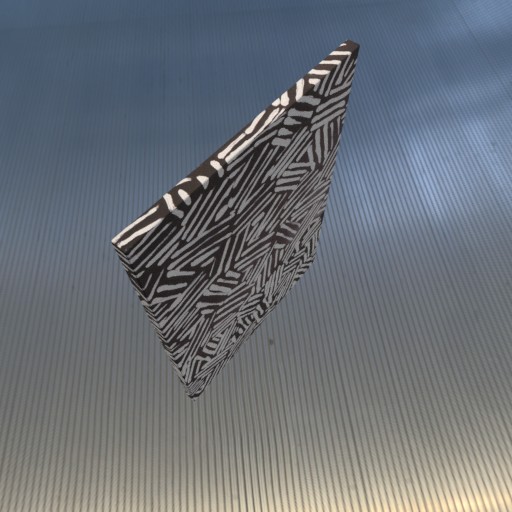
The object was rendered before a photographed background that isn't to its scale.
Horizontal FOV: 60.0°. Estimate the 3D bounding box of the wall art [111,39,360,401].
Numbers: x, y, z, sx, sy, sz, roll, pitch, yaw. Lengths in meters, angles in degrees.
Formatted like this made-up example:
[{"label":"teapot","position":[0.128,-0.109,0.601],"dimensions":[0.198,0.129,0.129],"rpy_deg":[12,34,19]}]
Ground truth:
[{"label":"wall art","position":[0.000,0.000,1.352],"dimensions":[0.038,1.017,0.765],"rpy_deg":[34,64,19]}]
